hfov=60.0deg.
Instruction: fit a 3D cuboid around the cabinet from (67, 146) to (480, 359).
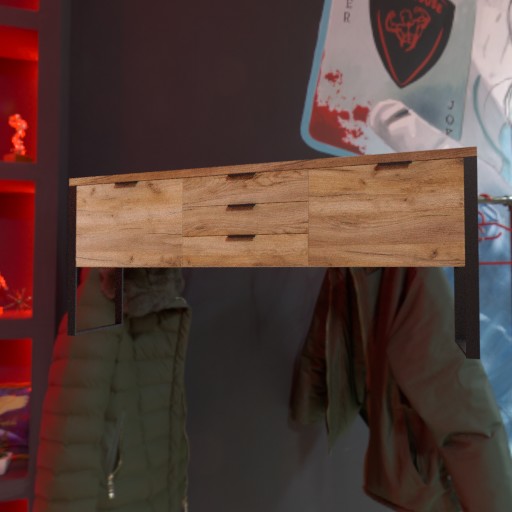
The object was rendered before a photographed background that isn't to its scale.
[{"bbox_3d":[0.000,0.000,2.043,1.800,0.762,0.395,-1,-2,18],"label":"cabinet"}]
